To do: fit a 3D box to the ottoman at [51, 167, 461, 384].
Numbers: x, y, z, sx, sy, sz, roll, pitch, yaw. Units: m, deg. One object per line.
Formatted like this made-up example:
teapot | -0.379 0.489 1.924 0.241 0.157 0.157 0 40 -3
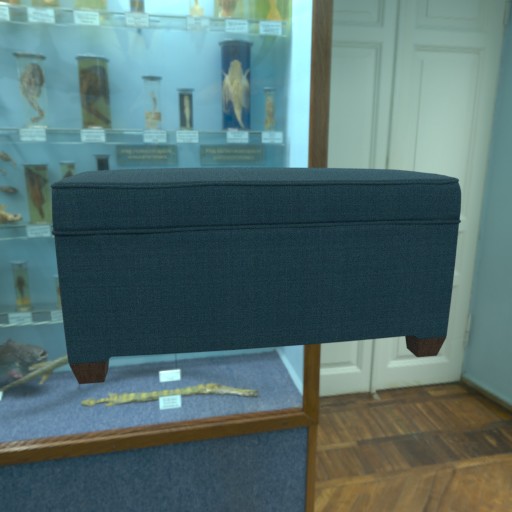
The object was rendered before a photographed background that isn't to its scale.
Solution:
ottoman | 0.000 0.000 1.220 0.943 0.474 0.474 -2 14 -9
